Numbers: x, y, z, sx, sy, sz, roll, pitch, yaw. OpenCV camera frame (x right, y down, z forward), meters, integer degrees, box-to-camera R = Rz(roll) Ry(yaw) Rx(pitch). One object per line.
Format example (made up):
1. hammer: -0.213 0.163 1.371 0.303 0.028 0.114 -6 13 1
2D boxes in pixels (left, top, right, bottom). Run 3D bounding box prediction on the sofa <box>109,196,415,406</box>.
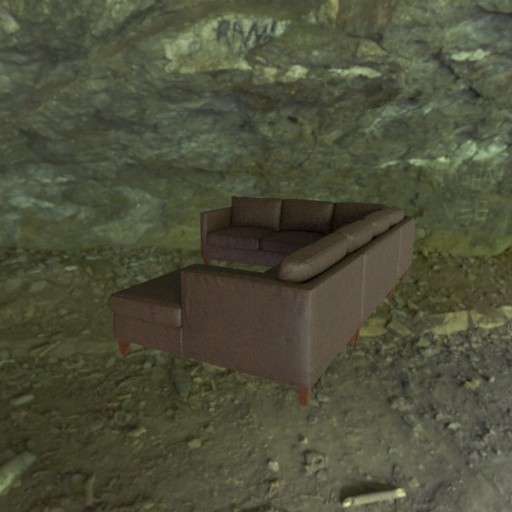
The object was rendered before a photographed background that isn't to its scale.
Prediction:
1. sofa: 0.000 0.000 4.574 2.593 0.923 3.460 7 15 28
